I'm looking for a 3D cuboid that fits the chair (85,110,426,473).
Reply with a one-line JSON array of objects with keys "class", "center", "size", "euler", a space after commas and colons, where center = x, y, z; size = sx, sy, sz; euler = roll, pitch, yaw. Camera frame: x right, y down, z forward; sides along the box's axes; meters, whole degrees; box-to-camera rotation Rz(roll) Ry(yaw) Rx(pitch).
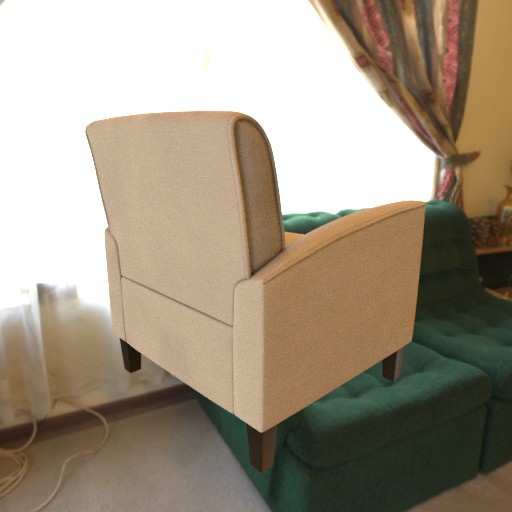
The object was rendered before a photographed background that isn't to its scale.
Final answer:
[{"class": "chair", "center": [0.000, 0.000, 1.528], "size": [0.821, 0.915, 0.820], "euler": [-14, 20, -42]}]
